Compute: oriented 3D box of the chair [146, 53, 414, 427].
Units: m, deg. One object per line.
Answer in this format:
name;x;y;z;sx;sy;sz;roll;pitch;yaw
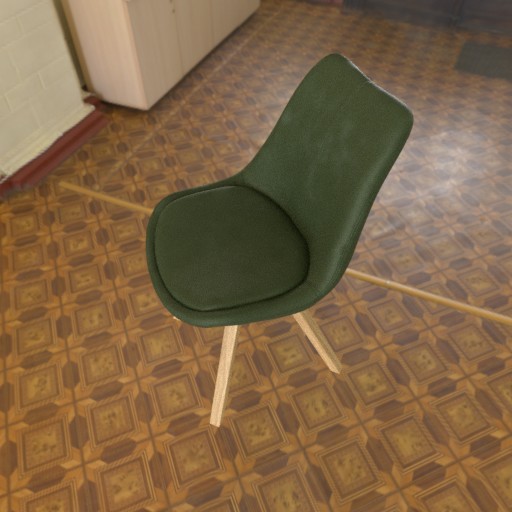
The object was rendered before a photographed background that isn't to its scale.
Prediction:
chair;0.000;0.000;1.160;0.547;0.865;0.483;-17;50;-15
